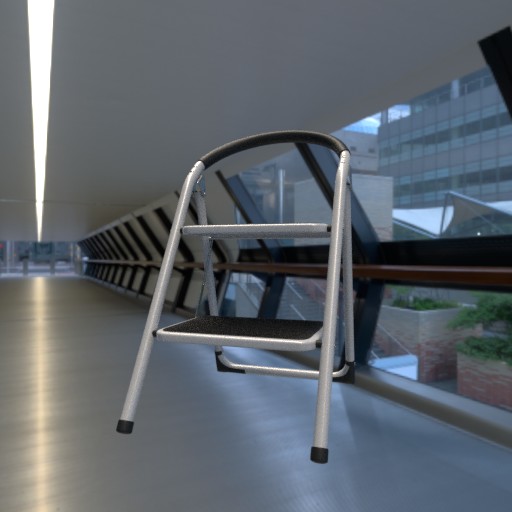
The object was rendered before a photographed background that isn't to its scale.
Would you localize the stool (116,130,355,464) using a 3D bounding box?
[{"bbox_3d":[0.000,0.000,1.122,0.453,0.760,0.559,0,1,18],"label":"stool"}]
